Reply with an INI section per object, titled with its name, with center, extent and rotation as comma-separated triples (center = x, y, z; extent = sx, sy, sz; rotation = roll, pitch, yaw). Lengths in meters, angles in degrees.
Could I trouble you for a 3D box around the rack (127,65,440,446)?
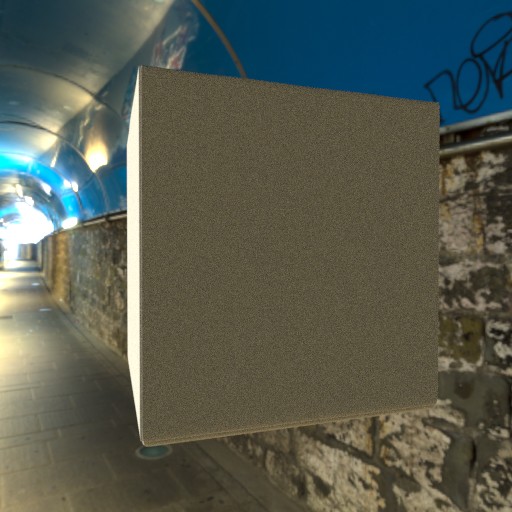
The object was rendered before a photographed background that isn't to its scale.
[rack]
center = 0.000, 0.000, 0.488
extent = 0.270, 0.280, 0.270
rotation = 0, 1, -18
